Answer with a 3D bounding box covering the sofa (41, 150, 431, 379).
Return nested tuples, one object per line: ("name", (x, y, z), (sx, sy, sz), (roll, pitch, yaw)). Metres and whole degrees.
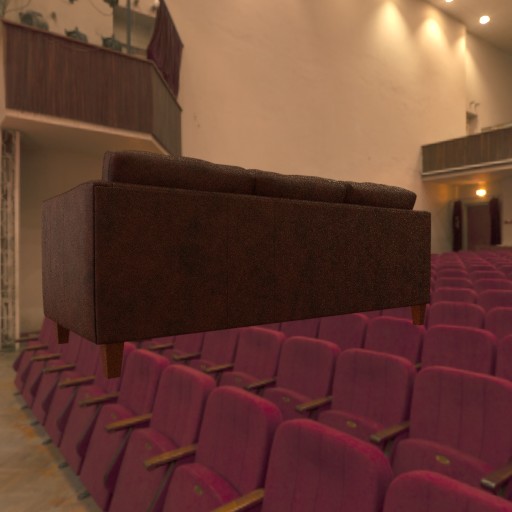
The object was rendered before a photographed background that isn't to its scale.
("sofa", (0.000, 0.000, 2.930), (2.464, 1.006, 1.045), (0, 1, -37))
